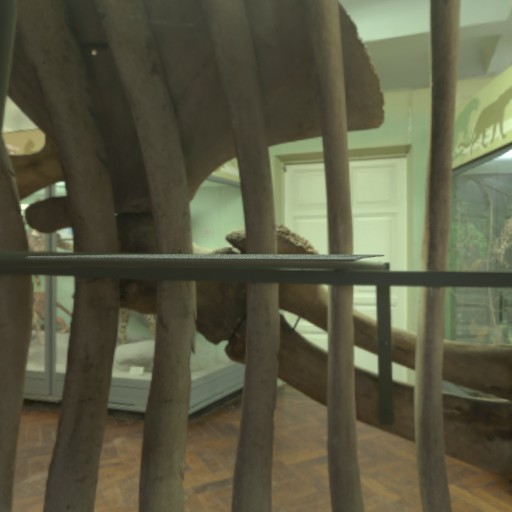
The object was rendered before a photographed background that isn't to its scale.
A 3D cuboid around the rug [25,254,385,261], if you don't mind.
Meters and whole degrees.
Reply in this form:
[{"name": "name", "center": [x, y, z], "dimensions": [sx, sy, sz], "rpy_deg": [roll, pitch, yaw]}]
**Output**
[{"name": "rug", "center": [0.000, 0.000, 2.334], "dimensions": [1.224, 0.016, 1.830], "rpy_deg": [0, 0, 19]}]
